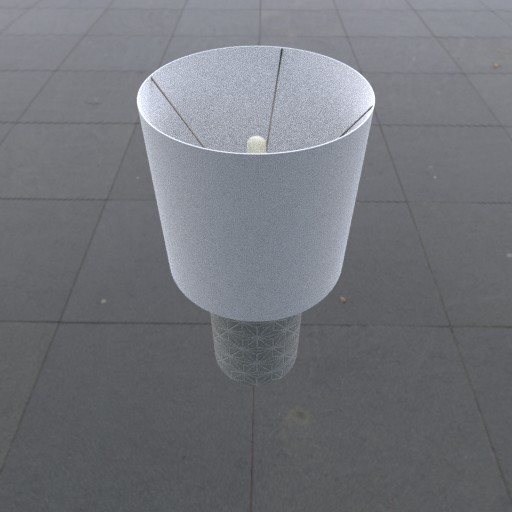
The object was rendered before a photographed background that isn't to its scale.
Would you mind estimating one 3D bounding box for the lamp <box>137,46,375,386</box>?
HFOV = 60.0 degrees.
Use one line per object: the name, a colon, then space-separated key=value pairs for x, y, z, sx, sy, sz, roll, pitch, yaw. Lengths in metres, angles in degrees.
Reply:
lamp: x=0.000 y=0.000 z=0.538 sx=0.206 sy=0.416 sz=0.206 roll=11 pitch=46 yaw=11
